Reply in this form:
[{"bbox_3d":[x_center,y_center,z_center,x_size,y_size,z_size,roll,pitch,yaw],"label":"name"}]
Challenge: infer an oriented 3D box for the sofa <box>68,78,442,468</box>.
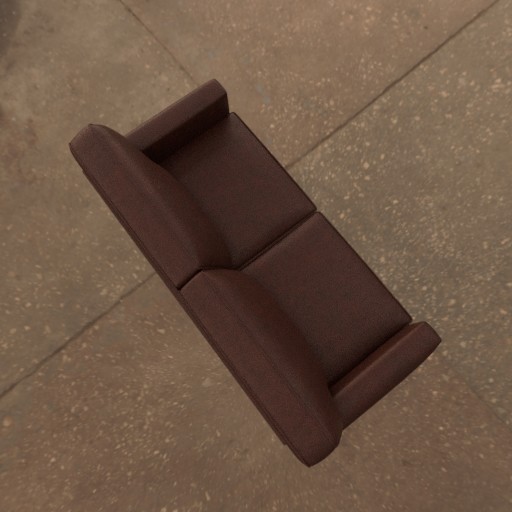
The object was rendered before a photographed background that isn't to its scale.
[{"bbox_3d":[0.000,0.000,2.364,0.912,0.928,1.876,-37,78,-9],"label":"sofa"}]
